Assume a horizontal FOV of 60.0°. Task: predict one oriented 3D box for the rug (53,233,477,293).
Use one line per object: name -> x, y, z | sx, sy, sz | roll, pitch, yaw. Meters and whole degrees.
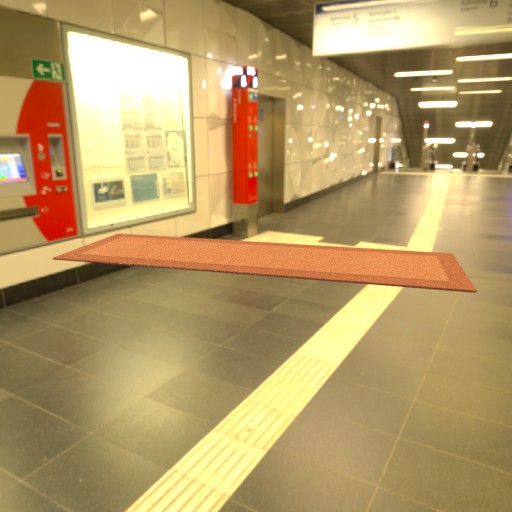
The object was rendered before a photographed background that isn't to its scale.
rug -> 0.000, 0.000, 2.806 | 2.471, 0.013, 0.914 | 3, 15, 11
